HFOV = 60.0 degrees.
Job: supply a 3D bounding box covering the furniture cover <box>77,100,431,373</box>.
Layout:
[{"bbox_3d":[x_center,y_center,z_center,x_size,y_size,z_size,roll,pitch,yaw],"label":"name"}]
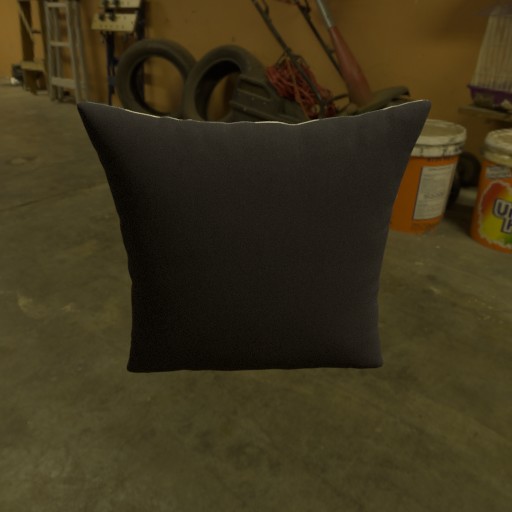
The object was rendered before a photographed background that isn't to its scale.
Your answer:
[{"bbox_3d":[0.000,0.000,0.759,0.511,0.509,0.161,-1,29,-1],"label":"furniture cover"}]
